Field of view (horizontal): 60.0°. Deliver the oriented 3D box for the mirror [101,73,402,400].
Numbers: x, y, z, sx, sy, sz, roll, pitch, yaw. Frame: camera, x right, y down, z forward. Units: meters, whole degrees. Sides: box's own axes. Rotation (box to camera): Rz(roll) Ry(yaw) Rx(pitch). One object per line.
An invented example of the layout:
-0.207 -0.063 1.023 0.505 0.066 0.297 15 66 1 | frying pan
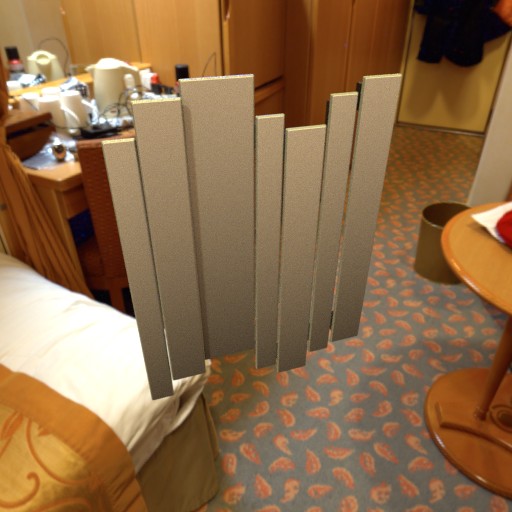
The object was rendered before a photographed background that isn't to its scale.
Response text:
0.000 0.000 0.791 0.445 0.611 0.058 -10 35 -15 | mirror
